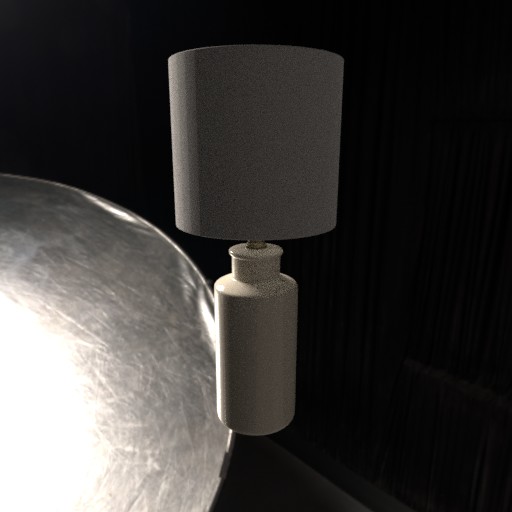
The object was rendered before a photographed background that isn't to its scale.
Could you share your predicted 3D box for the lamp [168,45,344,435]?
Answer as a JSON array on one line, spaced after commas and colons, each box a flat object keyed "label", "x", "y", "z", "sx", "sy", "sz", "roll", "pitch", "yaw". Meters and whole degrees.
[{"label": "lamp", "x": 0.000, "y": 0.000, "z": 0.608, "sx": 0.212, "sy": 0.493, "sz": 0.212, "roll": -14, "pitch": 20, "yaw": -42}]
